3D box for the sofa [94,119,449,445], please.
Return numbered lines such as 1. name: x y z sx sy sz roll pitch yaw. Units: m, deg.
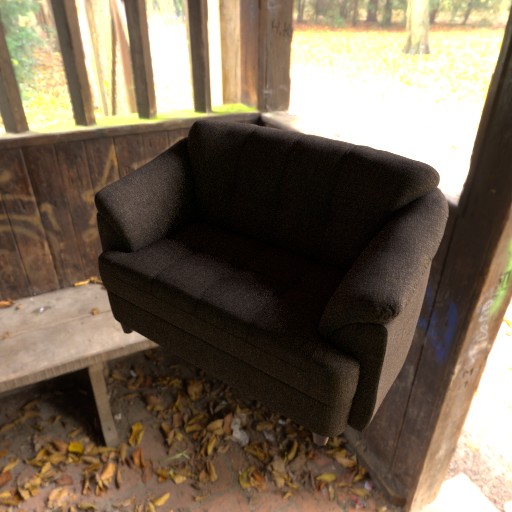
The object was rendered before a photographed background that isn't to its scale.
1. sofa: 0.000 0.000 1.911 1.404 0.895 0.799 20 37 30
